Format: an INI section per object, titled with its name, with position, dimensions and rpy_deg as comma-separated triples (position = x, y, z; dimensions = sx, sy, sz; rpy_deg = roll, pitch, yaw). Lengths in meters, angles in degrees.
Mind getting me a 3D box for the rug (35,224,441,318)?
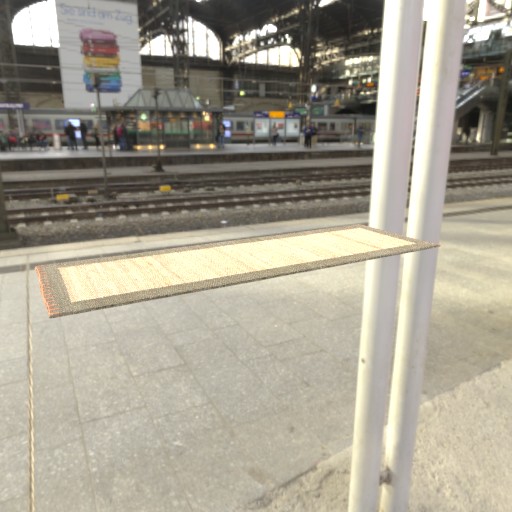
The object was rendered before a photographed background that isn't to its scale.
[rug]
position = 0.000, 0.000, 2.725
dimensions = 2.413, 0.016, 0.810
rpy_deg = -9, 18, -28
